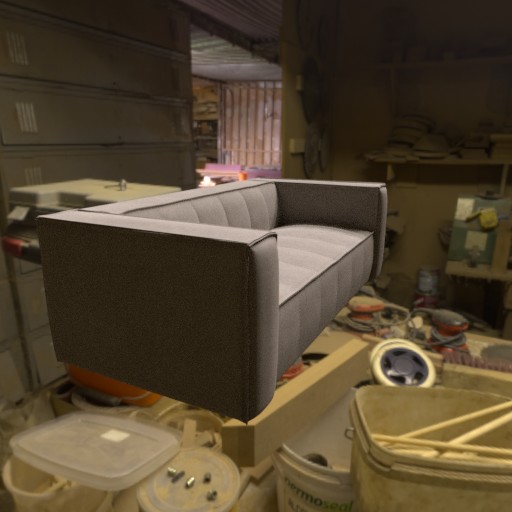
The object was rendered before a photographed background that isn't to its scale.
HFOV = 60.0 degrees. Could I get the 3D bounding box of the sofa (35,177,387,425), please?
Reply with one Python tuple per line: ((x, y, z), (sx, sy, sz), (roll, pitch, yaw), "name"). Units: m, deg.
((0.000, 0.000, 2.463), (1.038, 0.680, 1.995), (8, 17, 27), "sofa")
